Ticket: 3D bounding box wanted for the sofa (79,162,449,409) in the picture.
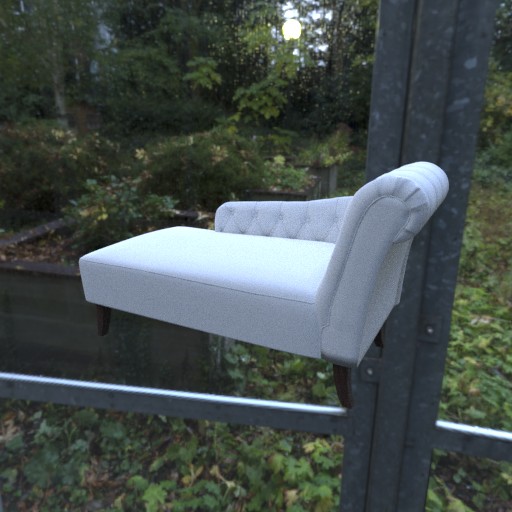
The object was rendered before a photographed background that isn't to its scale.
[{"bbox_3d":[0.000,0.000,1.853,1.379,0.787,0.675,9,19,27],"label":"sofa"}]
